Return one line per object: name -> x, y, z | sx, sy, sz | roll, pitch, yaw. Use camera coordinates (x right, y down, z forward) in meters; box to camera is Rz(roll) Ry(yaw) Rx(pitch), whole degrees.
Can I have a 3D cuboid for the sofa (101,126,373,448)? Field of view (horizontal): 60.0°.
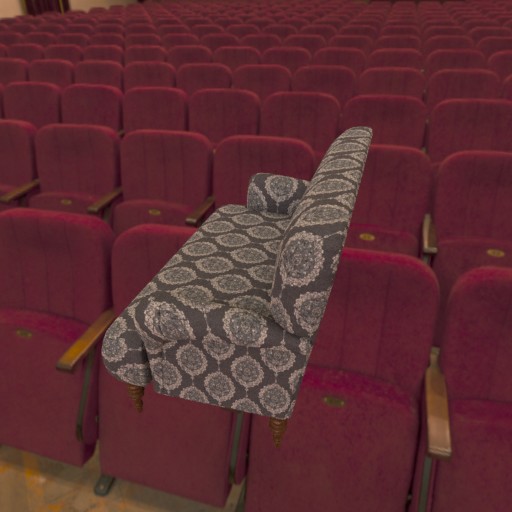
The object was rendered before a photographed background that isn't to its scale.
sofa -> 0.000, 0.000, 1.845 | 0.779, 0.867, 1.297 | 8, 31, 14
